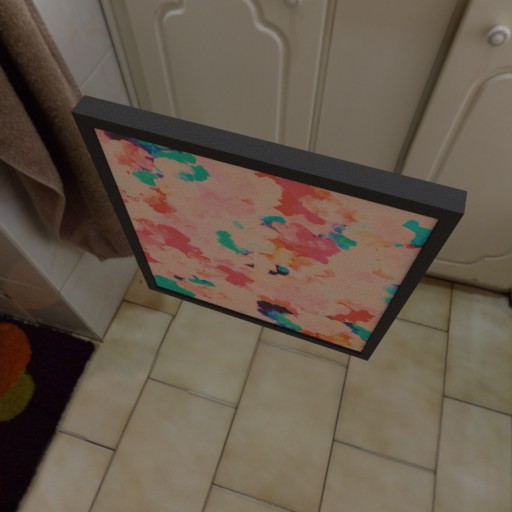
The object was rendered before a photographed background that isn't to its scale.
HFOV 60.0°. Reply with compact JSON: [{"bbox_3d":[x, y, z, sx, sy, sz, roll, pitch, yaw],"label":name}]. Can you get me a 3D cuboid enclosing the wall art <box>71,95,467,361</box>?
[{"bbox_3d":[0.000,0.000,0.762,0.506,0.503,0.036,17,60,10],"label":"wall art"}]
